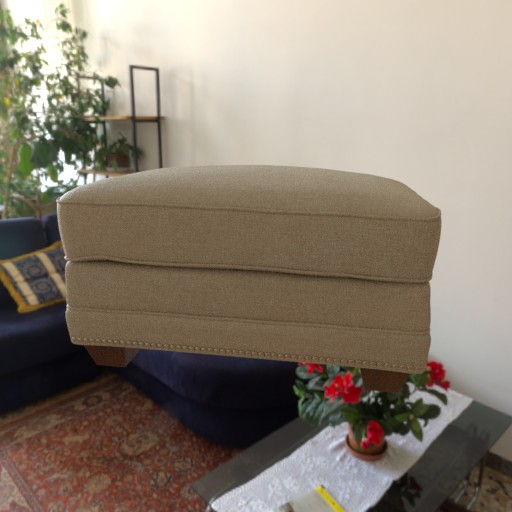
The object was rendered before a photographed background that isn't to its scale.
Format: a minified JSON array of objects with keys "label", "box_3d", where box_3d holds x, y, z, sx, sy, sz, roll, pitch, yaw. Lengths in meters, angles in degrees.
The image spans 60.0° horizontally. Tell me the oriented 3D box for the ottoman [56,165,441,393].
[{"label":"ottoman","box_3d":[0.000,0.000,1.167,0.813,0.458,0.559,3,16,10]}]
